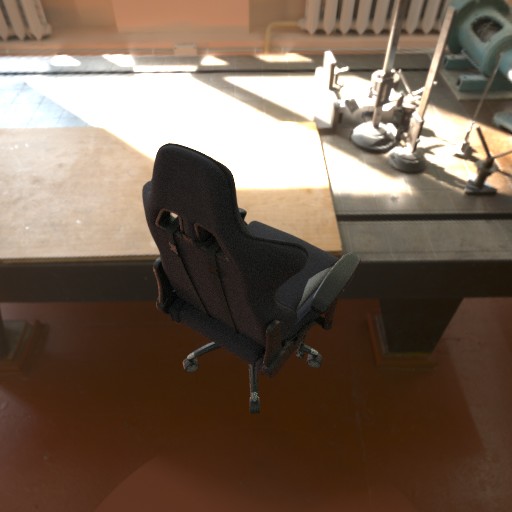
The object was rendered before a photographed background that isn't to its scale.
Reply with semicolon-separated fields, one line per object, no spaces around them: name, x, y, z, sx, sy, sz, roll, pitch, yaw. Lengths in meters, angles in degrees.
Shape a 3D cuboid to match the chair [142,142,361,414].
chair;0.000;0.000;1.751;0.730;1.300;0.695;26;53;22
